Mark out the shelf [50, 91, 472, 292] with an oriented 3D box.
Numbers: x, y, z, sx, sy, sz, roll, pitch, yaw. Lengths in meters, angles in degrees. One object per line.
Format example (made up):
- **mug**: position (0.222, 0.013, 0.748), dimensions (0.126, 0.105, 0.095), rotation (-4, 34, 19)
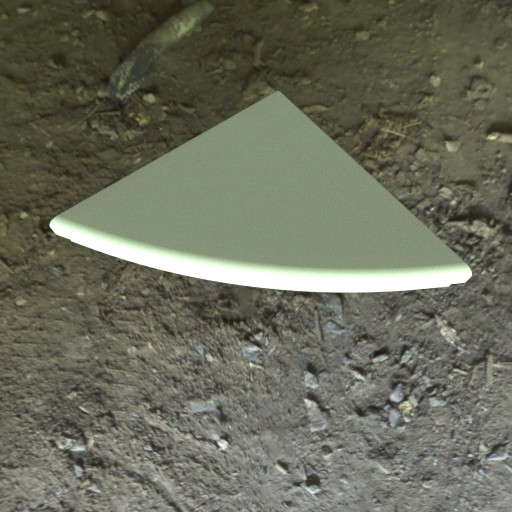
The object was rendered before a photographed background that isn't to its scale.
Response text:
- **shelf**: position (0.000, 0.000, 0.468), dimensions (0.310, 0.050, 0.310), rotation (-35, 68, -16)
